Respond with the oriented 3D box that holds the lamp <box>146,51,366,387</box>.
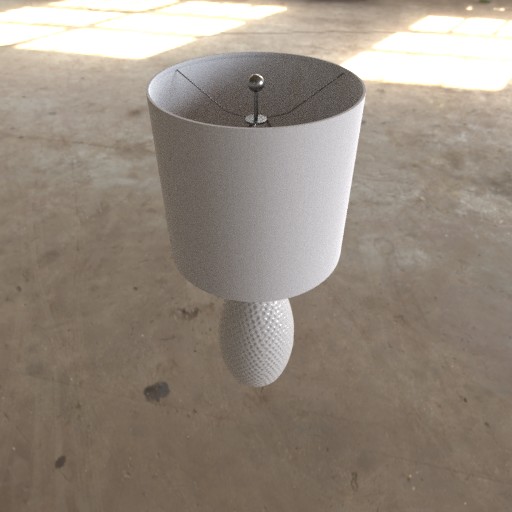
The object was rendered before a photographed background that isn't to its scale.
[{"bbox_3d":[0.000,0.000,0.585,0.214,0.466,0.214,23,45,25],"label":"lamp"}]
